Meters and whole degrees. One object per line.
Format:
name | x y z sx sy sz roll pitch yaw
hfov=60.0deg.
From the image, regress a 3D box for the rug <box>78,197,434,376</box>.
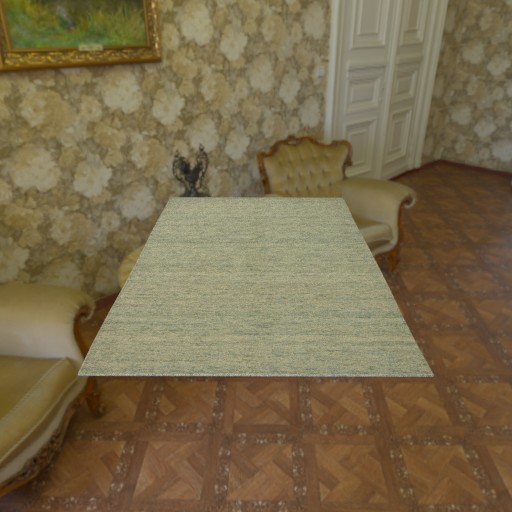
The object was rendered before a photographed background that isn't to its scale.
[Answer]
rug | 0.000 0.000 2.931 1.547 0.013 2.283 0 27 0
